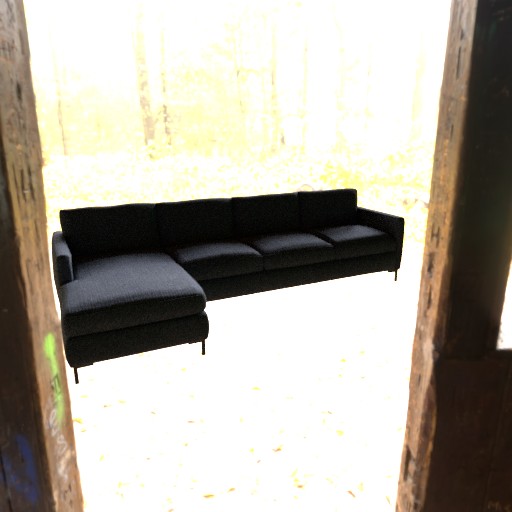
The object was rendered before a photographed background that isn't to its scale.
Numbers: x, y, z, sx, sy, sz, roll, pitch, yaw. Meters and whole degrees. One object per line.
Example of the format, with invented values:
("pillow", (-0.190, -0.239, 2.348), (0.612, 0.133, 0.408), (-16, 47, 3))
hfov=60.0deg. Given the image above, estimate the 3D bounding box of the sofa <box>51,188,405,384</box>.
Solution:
("sofa", (0.000, 0.000, 3.513), (2.932, 0.810, 1.350), (-8, 18, -25))
